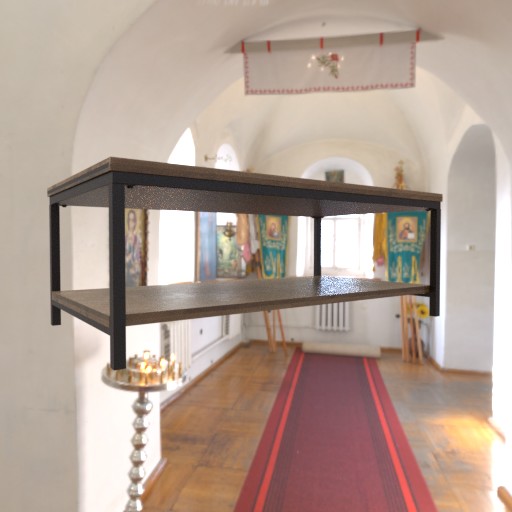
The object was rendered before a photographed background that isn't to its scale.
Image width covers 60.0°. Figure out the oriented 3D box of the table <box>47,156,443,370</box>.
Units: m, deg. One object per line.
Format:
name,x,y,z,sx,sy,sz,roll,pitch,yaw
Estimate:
table,0.000,0.000,1.352,1.062,0.393,0.574,-1,2,-36
